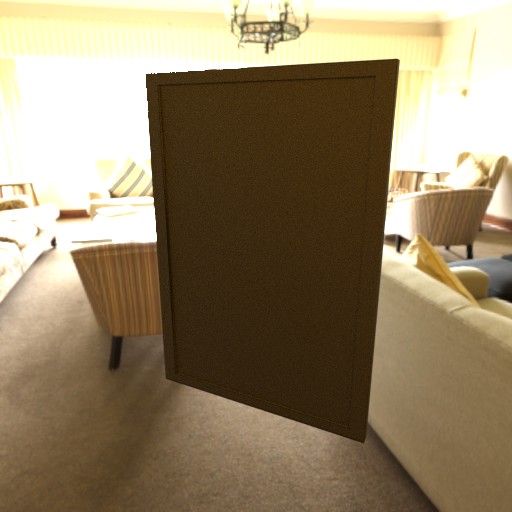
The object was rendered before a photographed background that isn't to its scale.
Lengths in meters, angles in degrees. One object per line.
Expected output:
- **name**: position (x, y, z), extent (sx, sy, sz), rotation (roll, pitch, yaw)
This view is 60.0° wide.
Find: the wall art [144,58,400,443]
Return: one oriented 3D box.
- **wall art**: position (0.000, 0.000, 0.548), extent (0.303, 0.431, 0.013), rotation (9, 19, 26)
